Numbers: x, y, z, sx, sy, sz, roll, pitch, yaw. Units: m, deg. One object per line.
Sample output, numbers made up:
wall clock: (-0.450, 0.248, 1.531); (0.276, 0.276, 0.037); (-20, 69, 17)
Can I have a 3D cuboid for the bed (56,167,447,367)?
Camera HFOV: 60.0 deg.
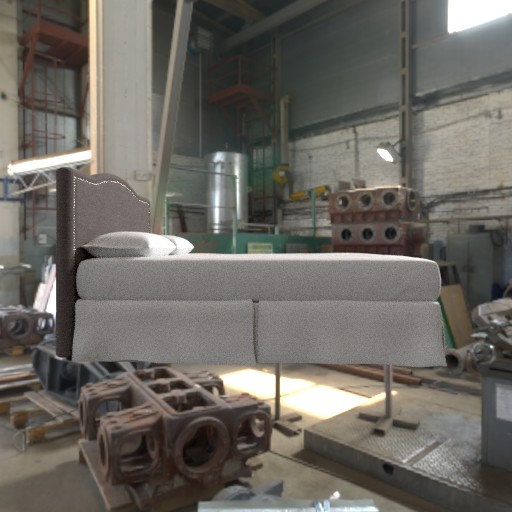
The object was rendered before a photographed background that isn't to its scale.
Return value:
bed: (0.000, 0.000, 4.014); (2.689, 1.457, 2.161); (0, 1, 2)
